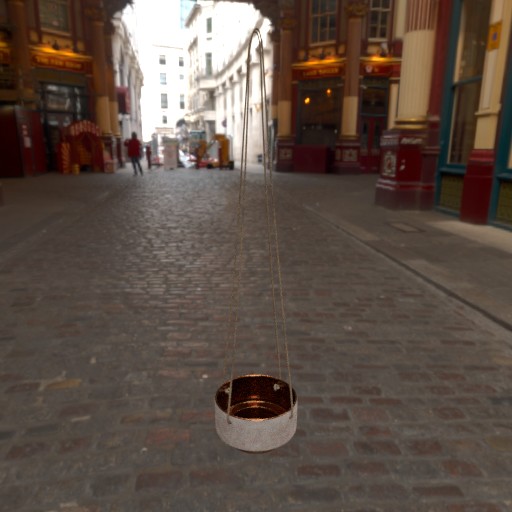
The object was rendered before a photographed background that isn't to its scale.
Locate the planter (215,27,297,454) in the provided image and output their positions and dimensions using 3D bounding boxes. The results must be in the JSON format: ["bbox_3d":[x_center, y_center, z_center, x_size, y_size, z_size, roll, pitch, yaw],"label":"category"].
[{"bbox_3d":[0.000,0.000,1.100,0.223,1.030,0.223,-2,15,-8],"label":"planter"}]
